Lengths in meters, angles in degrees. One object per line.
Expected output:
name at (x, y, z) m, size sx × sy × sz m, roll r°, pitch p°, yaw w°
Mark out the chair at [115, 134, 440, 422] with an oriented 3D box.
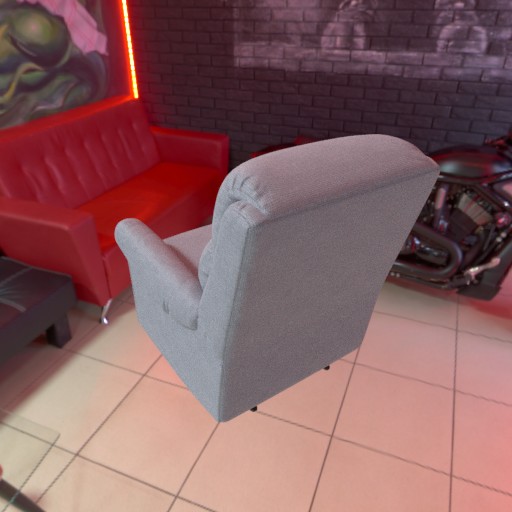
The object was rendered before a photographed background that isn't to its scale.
chair at (0.000, 0.000, 1.785) m, size 0.838 × 1.054 × 1.014 m, roll -20°, pitch 35°, yaw -30°
